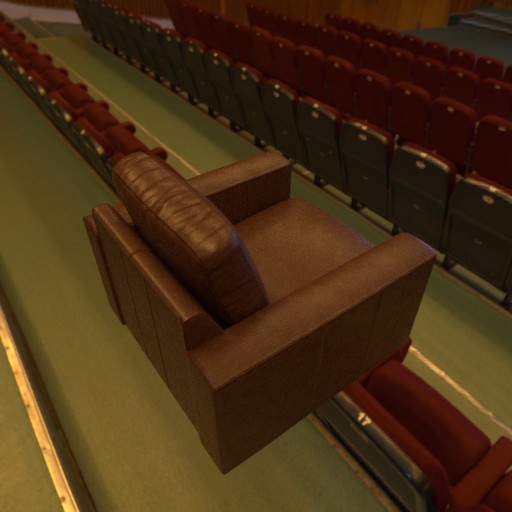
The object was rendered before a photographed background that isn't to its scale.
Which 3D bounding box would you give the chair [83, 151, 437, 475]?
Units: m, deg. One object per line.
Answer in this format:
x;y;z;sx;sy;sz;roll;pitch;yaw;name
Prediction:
0.000;0.000;1.791;1.016;0.873;1.005;-26;47;-27;chair
